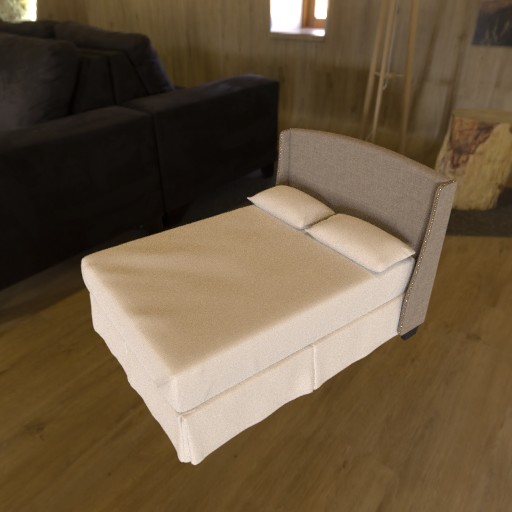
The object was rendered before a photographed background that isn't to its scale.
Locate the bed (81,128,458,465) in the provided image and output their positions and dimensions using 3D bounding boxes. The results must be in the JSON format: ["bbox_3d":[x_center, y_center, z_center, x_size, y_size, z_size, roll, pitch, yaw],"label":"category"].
[{"bbox_3d":[0.000,0.000,3.377,2.237,1.407,1.710,-21,37,-31],"label":"bed"}]
